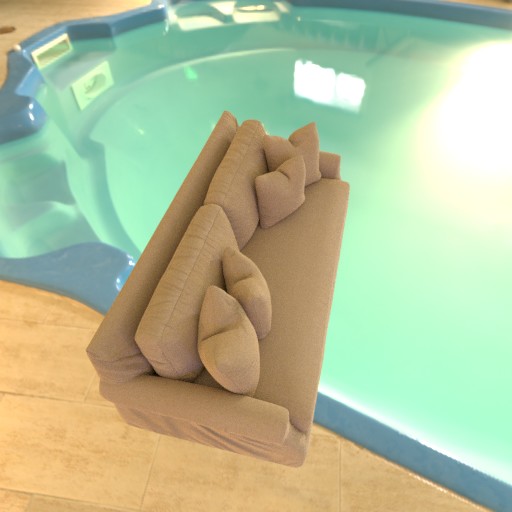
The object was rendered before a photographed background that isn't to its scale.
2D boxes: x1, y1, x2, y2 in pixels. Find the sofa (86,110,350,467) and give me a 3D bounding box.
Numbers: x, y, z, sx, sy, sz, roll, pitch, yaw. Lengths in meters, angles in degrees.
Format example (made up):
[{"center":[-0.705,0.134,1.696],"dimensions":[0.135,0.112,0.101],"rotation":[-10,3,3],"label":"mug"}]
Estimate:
[{"center":[0.000,0.000,2.851],"dimensions":[1.067,0.904,2.285],"rotation":[10,48,9],"label":"sofa"}]
